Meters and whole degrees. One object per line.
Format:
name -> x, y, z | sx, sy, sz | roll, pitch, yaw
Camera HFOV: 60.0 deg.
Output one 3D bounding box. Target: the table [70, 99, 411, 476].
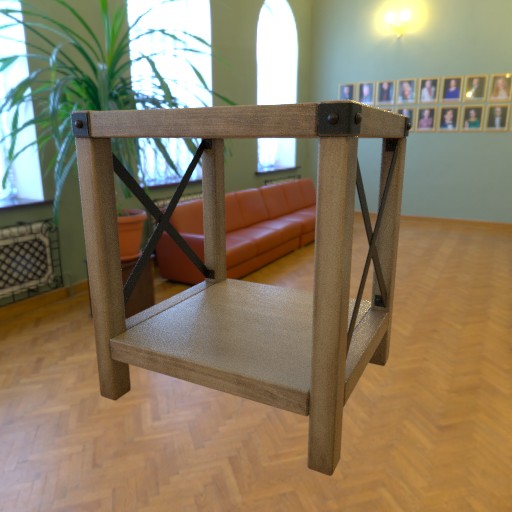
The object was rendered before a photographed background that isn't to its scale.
table -> 0.000, 0.000, 0.916 | 0.510, 0.561, 0.459 | 7, 16, 26
